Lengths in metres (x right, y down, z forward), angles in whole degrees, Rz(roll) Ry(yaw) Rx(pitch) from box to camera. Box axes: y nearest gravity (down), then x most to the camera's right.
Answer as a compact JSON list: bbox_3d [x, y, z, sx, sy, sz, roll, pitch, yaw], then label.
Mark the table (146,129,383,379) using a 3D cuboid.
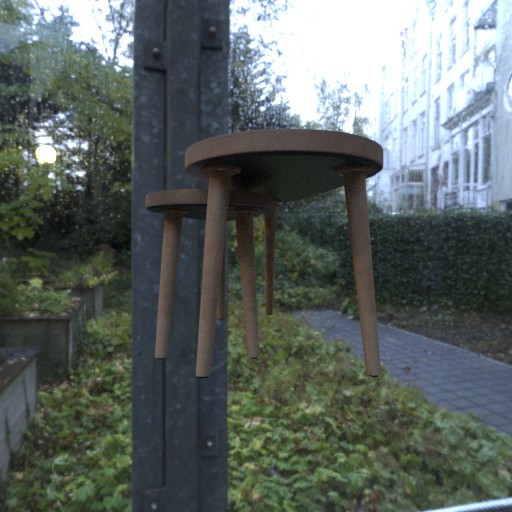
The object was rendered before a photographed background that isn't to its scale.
[{"bbox_3d":[0.000,0.000,1.580,0.701,0.595,1.190,0,2,-1],"label":"table"}]
